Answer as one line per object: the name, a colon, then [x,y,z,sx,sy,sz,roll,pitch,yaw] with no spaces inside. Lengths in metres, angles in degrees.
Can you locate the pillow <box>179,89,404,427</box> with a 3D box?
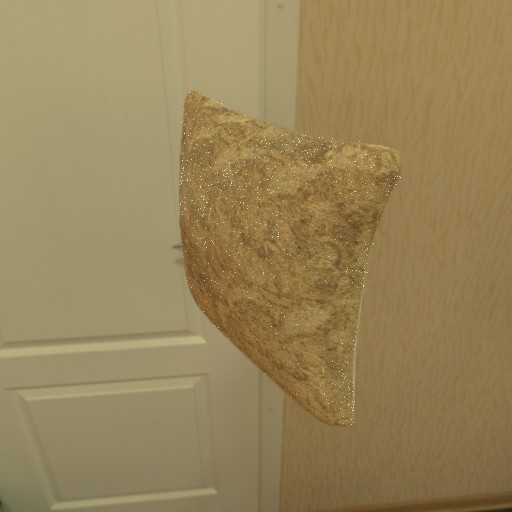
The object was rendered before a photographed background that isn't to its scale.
pillow: [0.000,0.000,0.825,0.216,0.525,0.538,-19,35,-30]
